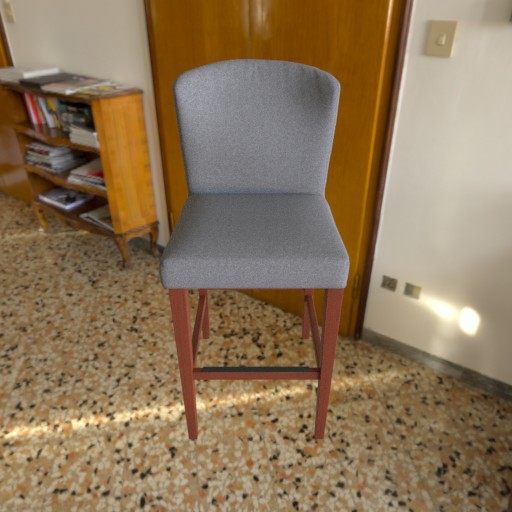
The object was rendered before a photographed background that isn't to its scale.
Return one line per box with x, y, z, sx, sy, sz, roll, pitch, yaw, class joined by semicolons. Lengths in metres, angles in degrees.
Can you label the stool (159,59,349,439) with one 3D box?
0.000;0.000;1.379;0.481;1.069;0.568;0;30;0;stool
